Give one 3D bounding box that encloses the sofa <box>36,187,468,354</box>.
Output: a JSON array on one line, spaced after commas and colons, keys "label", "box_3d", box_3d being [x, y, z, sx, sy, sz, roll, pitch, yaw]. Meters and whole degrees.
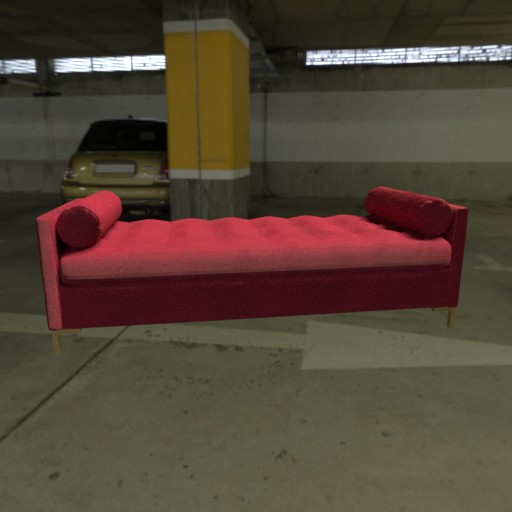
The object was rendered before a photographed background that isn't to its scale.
[{"label": "sofa", "box_3d": [0.000, 0.000, 2.520, 2.102, 0.705, 0.796, -2, 14, -9]}]
